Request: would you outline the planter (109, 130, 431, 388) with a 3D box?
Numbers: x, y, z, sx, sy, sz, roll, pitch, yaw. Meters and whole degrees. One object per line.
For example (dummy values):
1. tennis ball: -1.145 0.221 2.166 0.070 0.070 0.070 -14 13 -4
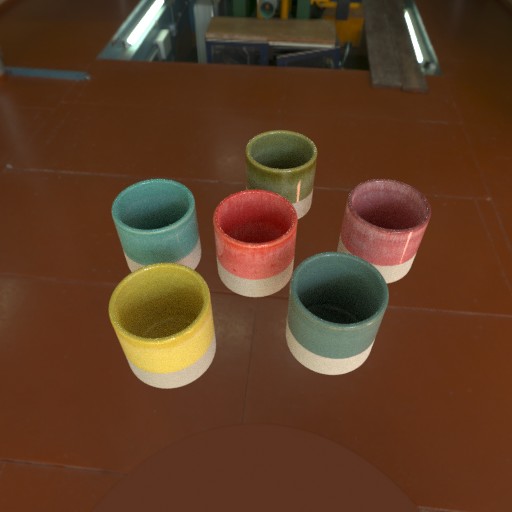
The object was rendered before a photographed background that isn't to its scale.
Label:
1. planter: 0.000 0.000 0.410 0.257 0.075 0.286 32 55 26
